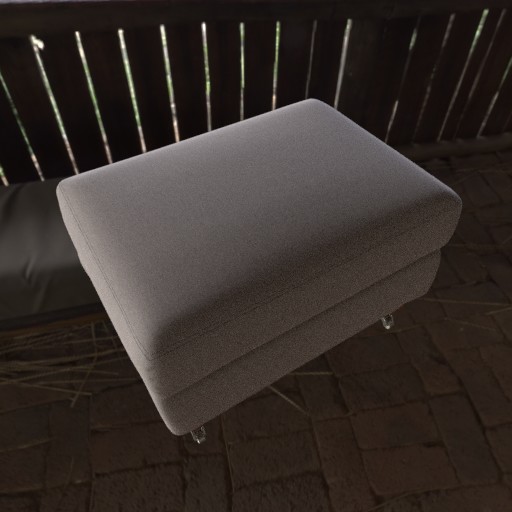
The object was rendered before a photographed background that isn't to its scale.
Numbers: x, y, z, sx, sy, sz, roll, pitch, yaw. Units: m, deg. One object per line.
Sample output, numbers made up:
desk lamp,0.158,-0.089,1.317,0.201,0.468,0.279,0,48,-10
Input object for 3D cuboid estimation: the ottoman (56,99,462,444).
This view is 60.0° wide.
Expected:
ottoman,0.000,0.000,1.132,0.773,0.497,0.574,-25,52,-21
